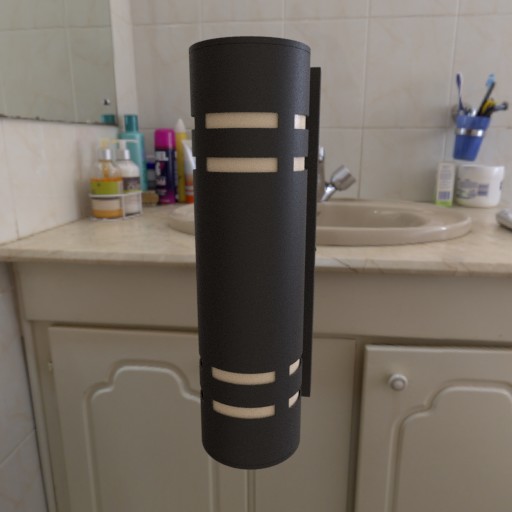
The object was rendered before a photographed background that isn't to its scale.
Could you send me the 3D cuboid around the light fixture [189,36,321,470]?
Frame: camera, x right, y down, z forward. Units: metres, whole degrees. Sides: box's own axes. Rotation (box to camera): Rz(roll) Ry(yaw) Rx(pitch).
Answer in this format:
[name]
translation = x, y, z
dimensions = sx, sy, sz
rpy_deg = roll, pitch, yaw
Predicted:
[light fixture]
translation = 0.000, 0.000, 0.399
dimensions = 0.105, 0.330, 0.149
rpy_deg = 2, 14, 9
